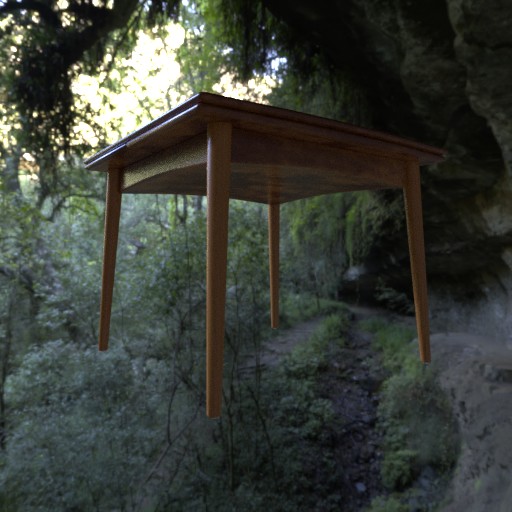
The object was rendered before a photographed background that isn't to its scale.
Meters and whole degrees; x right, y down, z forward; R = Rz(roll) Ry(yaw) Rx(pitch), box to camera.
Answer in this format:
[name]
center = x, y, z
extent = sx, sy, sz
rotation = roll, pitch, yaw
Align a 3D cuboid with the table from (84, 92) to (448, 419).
[table]
center = 0.000, 0.000, 1.652
extent = 0.991, 0.754, 0.991
rotation = -1, 1, -36
